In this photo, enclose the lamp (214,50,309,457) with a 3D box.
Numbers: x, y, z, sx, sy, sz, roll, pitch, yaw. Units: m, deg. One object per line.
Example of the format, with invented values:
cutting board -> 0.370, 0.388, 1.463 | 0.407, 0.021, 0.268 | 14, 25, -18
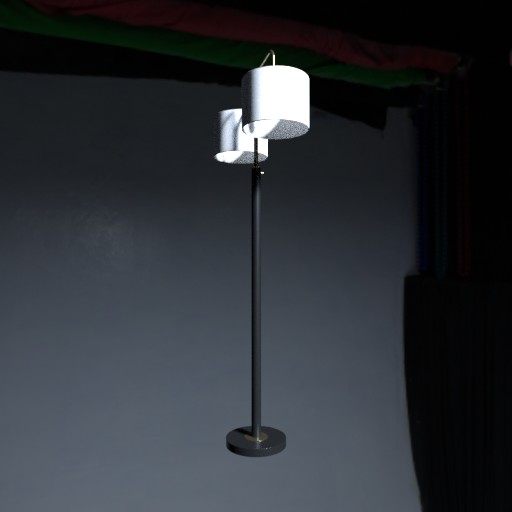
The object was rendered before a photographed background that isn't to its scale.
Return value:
lamp -> 0.000, 0.000, 1.883 | 0.254, 1.587, 0.711 | 0, -1, -19
